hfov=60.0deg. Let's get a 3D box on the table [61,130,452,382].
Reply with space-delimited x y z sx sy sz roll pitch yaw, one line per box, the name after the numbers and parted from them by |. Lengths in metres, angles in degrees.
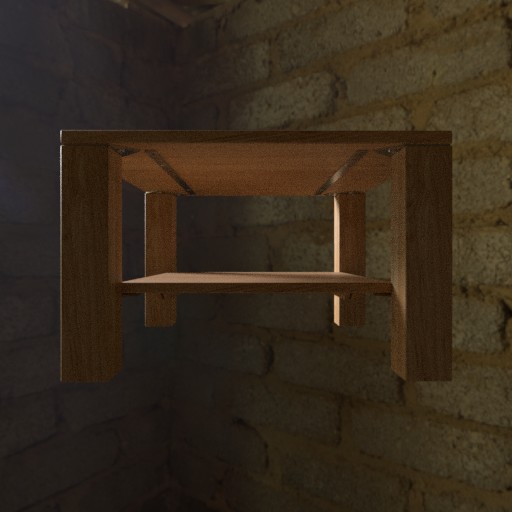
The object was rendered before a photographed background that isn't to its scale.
0.000 0.000 1.141 0.700 0.450 0.700 0 0 0 | table
